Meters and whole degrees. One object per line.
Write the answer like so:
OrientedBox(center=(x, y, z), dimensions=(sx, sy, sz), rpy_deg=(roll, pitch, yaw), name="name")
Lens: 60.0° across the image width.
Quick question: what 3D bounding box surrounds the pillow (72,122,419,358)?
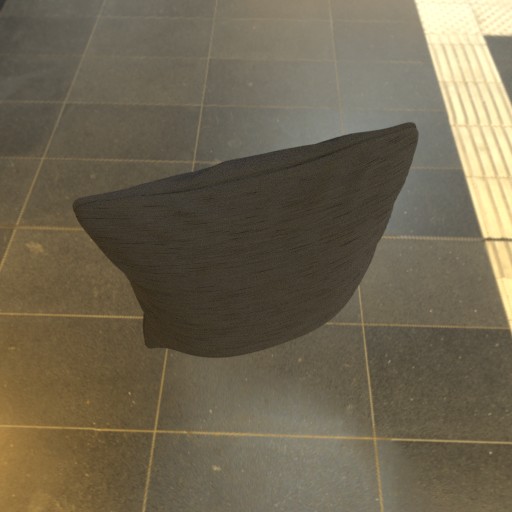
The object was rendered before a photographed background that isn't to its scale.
OrientedBox(center=(0.000, 0.000, 0.691), dimensions=(0.432, 0.414, 0.246), rpy_deg=(-15, 59, -9), name="pillow")
